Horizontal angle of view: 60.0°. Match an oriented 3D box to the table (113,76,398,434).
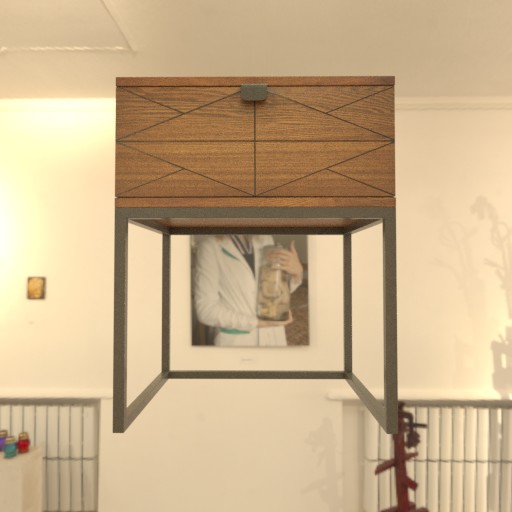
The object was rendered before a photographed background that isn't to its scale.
[{"bbox_3d":[0.000,0.000,0.942,0.482,0.610,0.400,0,-2,1],"label":"table"}]
